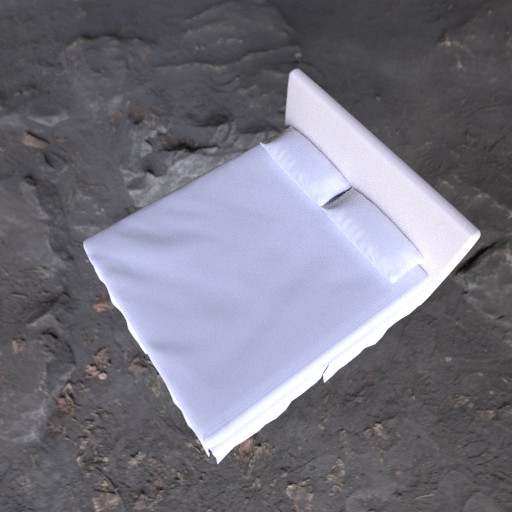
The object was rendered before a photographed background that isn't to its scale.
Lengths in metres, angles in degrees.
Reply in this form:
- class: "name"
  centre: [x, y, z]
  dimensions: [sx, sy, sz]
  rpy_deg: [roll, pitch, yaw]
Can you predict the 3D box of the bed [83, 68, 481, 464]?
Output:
- class: "bed"
  centre: [0.000, 0.000, 3.630]
  dimensions: [2.341, 1.317, 2.119]
  rpy_deg: [-32, 66, -16]
